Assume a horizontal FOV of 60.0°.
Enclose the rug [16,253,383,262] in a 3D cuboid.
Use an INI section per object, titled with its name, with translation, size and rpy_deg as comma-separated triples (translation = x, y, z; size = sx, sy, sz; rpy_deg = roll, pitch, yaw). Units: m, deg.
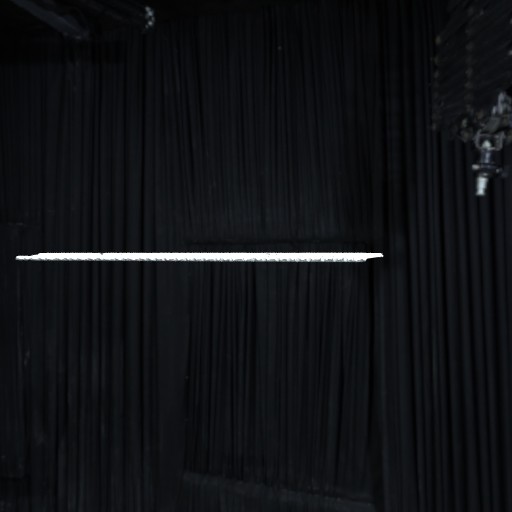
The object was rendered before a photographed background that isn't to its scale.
[rug]
translation = 0.000, 0.000, 2.825
size = 1.494, 0.031, 2.307
rpy_deg = 0, 0, 18
